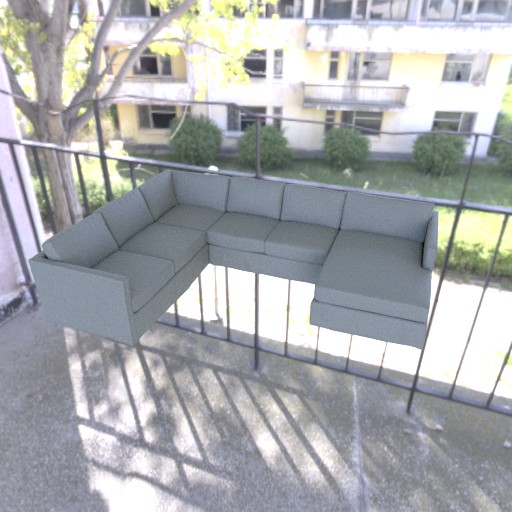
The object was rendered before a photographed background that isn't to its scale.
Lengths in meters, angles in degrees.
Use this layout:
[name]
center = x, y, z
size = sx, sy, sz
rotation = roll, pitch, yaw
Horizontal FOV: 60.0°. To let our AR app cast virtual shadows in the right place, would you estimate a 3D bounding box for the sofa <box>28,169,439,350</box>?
[sofa]
center = 0.000, 0.000, 4.529
size = 3.460, 0.882, 2.427
rotation = 10, 31, 18
